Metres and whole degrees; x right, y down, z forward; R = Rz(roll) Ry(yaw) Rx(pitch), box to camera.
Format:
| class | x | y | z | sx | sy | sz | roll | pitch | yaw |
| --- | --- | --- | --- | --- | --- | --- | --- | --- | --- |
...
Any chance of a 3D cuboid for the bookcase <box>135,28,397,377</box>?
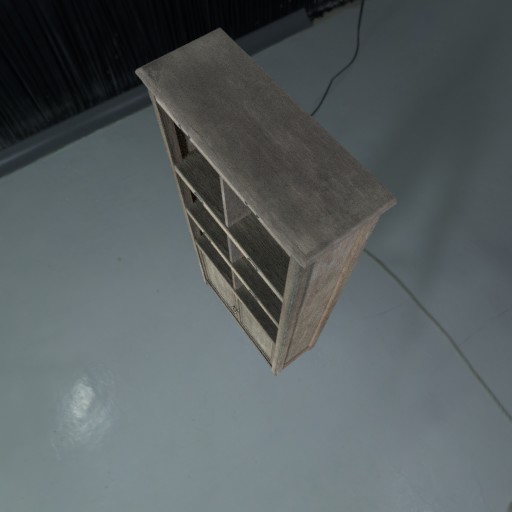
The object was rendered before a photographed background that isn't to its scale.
| class | x | y | z | sx | sy | sz | roll | pitch | yaw |
| --- | --- | --- | --- | --- | --- | --- | --- | --- | --- |
| bookcase | 0.000 | 0.000 | 2.233 | 0.348 | 1.880 | 0.906 | -34 | 70 | -15 |
